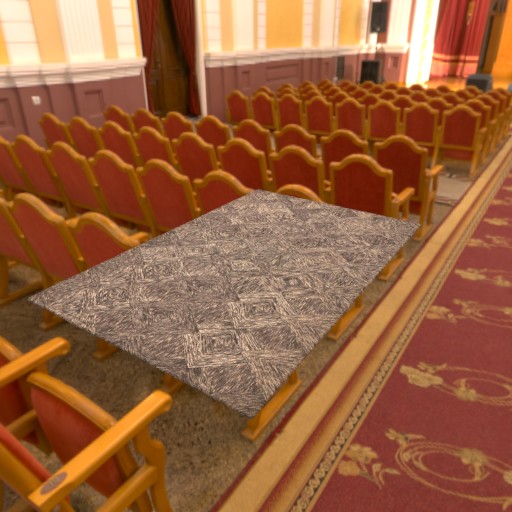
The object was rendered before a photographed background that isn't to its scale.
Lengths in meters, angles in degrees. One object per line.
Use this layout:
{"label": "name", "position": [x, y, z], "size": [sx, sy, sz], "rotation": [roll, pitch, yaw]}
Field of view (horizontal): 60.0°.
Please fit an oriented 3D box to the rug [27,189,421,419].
{"label": "rug", "position": [0.000, 0.000, 2.284], "size": [1.189, 0.011, 1.808], "rotation": [17, 31, 30]}
